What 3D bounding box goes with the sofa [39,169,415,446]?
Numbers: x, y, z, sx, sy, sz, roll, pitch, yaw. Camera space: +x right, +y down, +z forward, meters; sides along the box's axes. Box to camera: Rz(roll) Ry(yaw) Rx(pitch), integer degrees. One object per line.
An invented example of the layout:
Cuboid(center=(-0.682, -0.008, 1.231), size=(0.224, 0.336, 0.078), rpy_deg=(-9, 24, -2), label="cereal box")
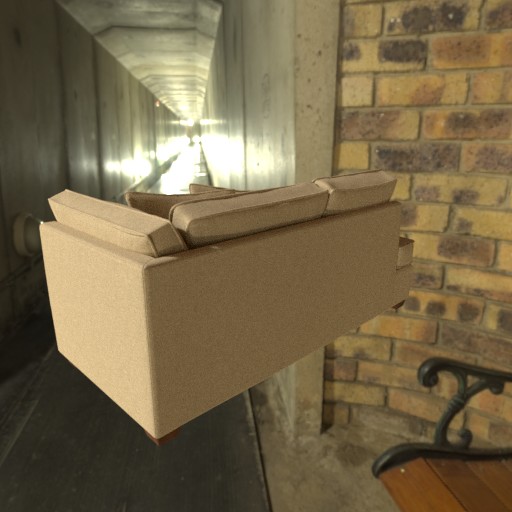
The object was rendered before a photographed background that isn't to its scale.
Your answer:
Cuboid(center=(0.000, 0.000, 2.830), size=(2.237, 1.033, 1.110), rpy_deg=(-16, 23, -42), label="sofa")
